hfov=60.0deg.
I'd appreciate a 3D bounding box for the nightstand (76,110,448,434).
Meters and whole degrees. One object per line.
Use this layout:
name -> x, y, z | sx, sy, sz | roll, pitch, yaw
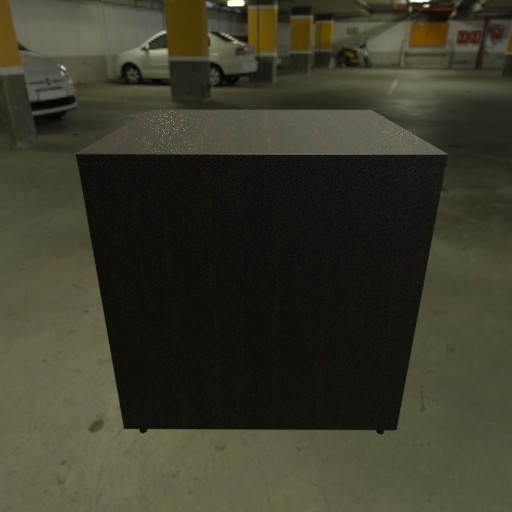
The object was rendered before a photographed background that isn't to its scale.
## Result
nightstand -> 0.000, 0.000, 0.809 | 0.461, 0.460, 0.400 | 0, 25, 0
